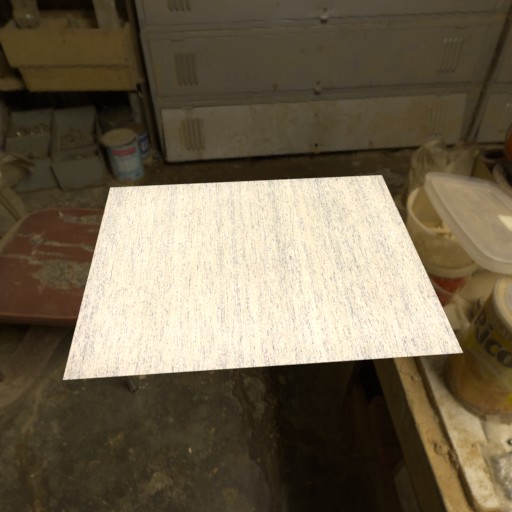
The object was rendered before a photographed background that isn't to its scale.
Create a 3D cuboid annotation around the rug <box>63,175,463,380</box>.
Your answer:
[{"bbox_3d":[0.000,0.000,4.373,3.197,0.006,2.438,-3,46,-3],"label":"rug"}]
